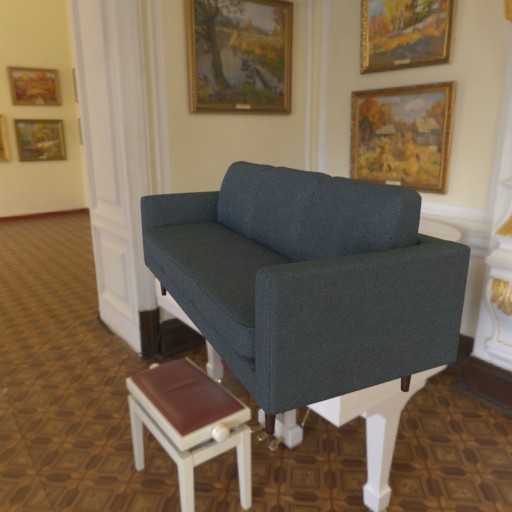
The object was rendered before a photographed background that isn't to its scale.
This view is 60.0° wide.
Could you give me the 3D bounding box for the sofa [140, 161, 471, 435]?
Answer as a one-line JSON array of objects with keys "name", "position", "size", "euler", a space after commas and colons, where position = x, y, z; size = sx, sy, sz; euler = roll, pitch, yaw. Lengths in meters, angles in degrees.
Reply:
[{"name": "sofa", "position": [0.000, 0.000, 2.494], "size": [0.935, 0.945, 2.013], "euler": [-7, 17, -24]}]
